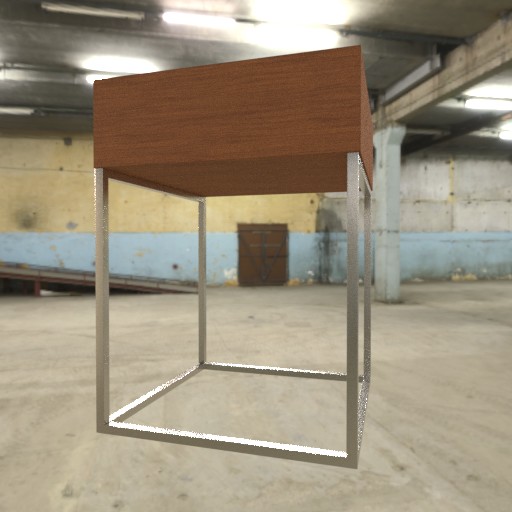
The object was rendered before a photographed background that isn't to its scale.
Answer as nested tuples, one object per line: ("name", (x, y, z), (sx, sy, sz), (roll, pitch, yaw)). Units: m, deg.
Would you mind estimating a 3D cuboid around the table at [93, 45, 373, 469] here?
("table", (0.000, 0.000, 0.810), (0.397, 0.540, 0.398), (0, 1, 17))
